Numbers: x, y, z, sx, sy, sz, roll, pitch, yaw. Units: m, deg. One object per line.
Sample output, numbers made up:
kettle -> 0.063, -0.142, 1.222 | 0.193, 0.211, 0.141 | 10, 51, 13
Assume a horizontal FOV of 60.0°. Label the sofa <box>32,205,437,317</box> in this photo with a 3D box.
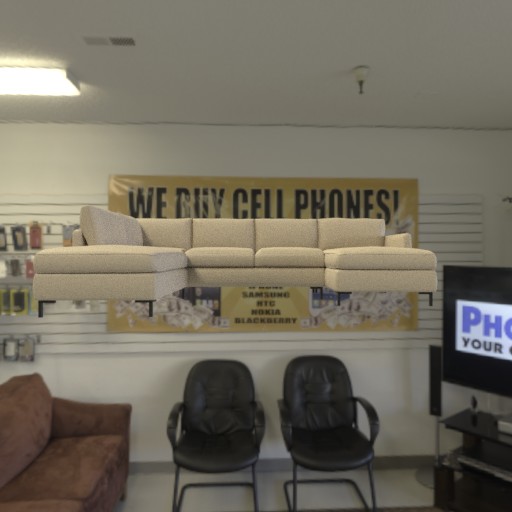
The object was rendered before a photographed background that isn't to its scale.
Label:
sofa -> 0.000, 0.000, 3.623 | 2.737, 0.756, 1.879 | 0, 0, 0
